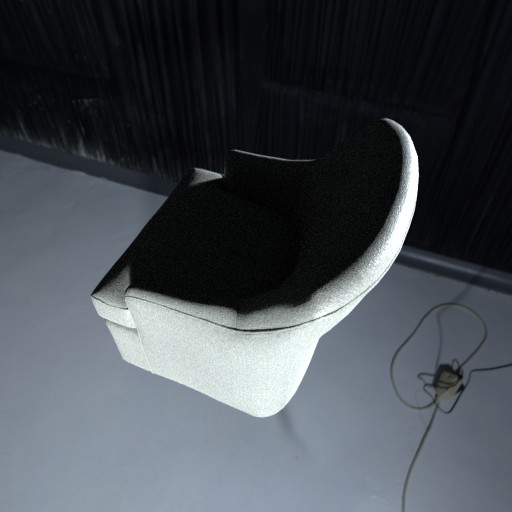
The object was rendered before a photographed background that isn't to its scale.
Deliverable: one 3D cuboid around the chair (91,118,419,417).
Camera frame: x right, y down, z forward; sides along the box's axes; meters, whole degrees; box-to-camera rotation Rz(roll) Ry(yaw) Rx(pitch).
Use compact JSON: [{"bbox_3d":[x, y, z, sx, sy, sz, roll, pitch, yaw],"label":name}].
[{"bbox_3d":[0.000,0.000,1.595,0.923,0.856,0.864,16,50,14],"label":"chair"}]
